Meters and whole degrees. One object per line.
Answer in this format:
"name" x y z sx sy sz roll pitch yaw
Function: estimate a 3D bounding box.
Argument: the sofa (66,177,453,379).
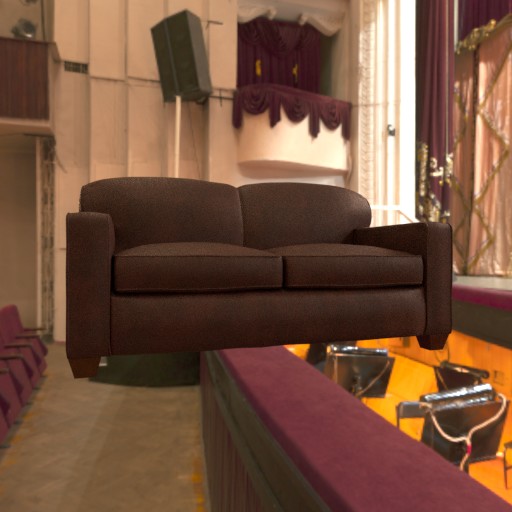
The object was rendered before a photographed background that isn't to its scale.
"sofa" 0.000 0.000 2.422 1.856 0.966 1.000 0 0 -18
